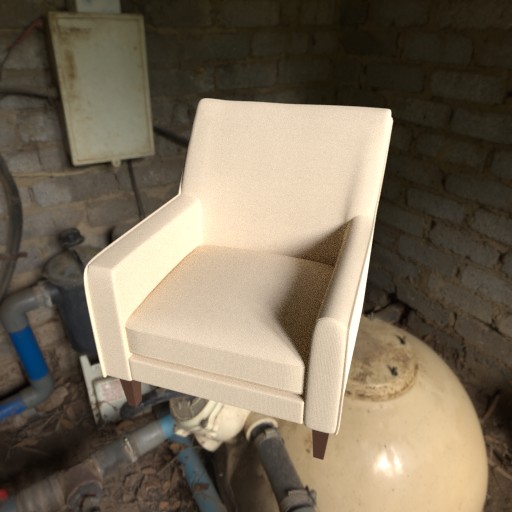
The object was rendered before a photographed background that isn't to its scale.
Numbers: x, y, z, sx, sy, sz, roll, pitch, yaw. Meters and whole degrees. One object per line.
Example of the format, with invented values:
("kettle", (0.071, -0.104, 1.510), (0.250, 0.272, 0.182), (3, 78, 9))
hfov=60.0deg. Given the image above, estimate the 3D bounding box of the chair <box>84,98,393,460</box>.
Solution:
("chair", (0.000, 0.000, 1.582), (0.780, 0.919, 0.899), (9, 30, 16))
